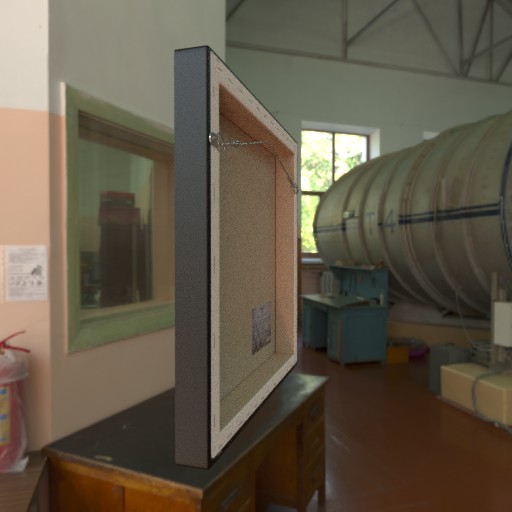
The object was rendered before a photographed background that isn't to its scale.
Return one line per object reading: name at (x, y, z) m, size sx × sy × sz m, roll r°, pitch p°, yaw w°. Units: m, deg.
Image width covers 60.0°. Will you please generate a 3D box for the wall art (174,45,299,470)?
wall art at (0.000, 0.000, 0.618) m, size 0.041 × 0.407 × 0.406 m, roll 0°, pitch 1°, yaw 17°
